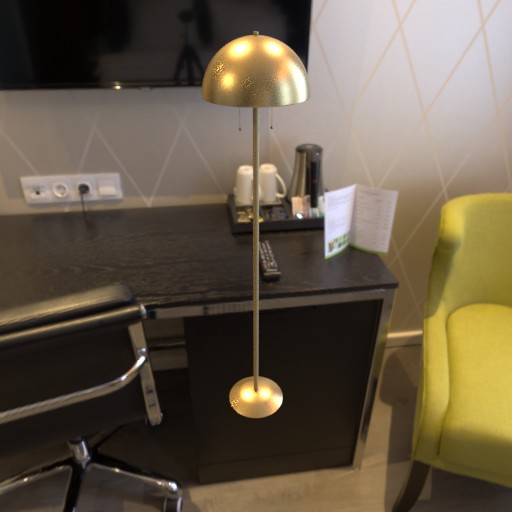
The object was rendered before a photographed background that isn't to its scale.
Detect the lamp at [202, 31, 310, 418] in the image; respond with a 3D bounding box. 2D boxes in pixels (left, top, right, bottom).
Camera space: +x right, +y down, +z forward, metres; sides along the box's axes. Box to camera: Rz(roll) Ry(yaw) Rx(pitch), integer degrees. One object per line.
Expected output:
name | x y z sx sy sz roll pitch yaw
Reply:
lamp | 0.000 0.000 1.635 0.328 1.480 0.328 -22 37 -32
